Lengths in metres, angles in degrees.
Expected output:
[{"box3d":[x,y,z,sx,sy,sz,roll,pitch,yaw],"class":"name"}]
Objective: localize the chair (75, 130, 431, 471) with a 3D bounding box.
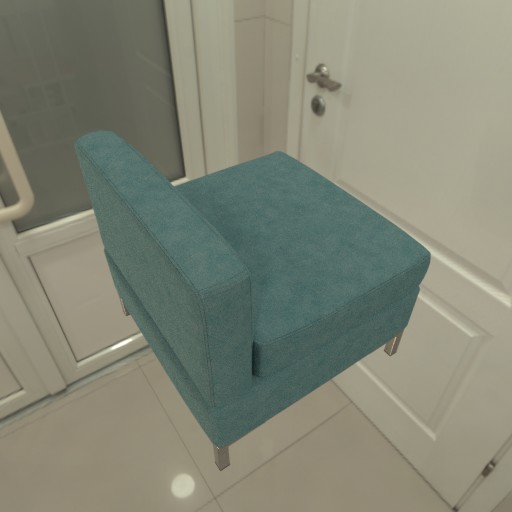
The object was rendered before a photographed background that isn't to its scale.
[{"box3d":[0.000,0.000,1.246,0.685,0.660,0.684,-25,47,-25],"class":"chair"}]
